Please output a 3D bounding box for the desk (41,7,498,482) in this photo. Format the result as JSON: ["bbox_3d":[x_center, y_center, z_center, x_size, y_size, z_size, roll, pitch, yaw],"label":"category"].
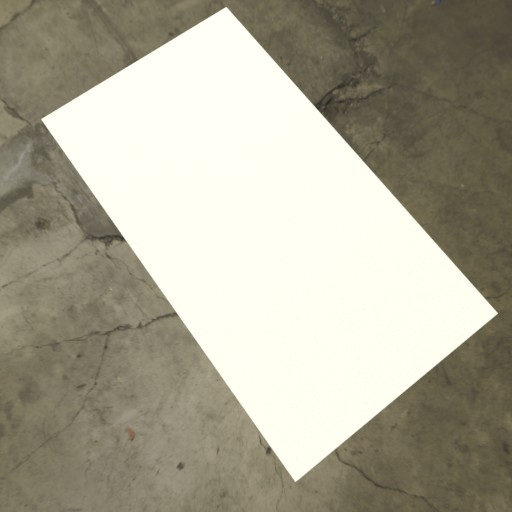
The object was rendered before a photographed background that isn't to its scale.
[{"bbox_3d":[0.000,0.000,1.264,0.498,0.729,0.900,-36,78,-9],"label":"desk"}]
